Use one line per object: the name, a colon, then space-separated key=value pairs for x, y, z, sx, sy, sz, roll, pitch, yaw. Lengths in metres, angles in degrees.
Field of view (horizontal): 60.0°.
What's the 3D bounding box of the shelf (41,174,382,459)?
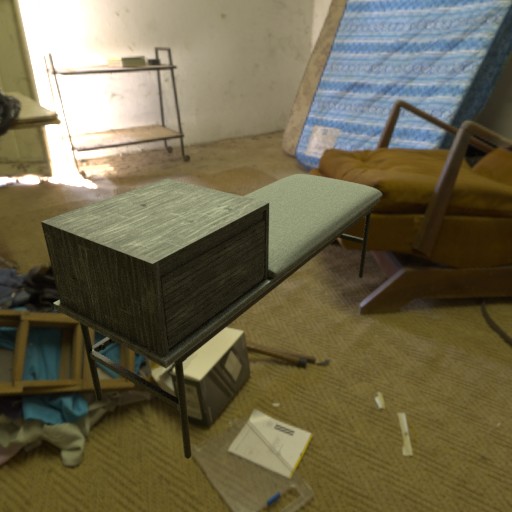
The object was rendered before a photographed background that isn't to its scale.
shelf: x=0.000 y=0.000 z=1.635 sx=0.457 sy=0.633 sz=1.342 roll=17 pitch=32 yaw=30
